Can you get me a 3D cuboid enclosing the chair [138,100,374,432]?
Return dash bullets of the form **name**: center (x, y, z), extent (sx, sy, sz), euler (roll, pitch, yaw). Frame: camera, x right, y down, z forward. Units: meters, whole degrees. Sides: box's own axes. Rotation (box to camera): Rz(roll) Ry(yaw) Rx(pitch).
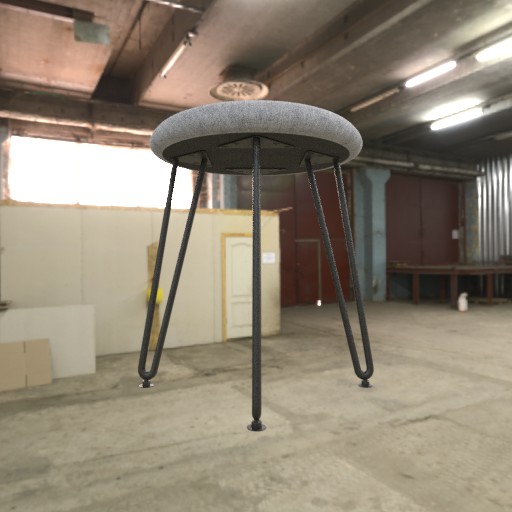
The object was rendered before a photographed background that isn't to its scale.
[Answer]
- **chair**: center (0.000, 0.000, 0.660), extent (0.350, 0.386, 0.350), euler (0, 0, 0)
